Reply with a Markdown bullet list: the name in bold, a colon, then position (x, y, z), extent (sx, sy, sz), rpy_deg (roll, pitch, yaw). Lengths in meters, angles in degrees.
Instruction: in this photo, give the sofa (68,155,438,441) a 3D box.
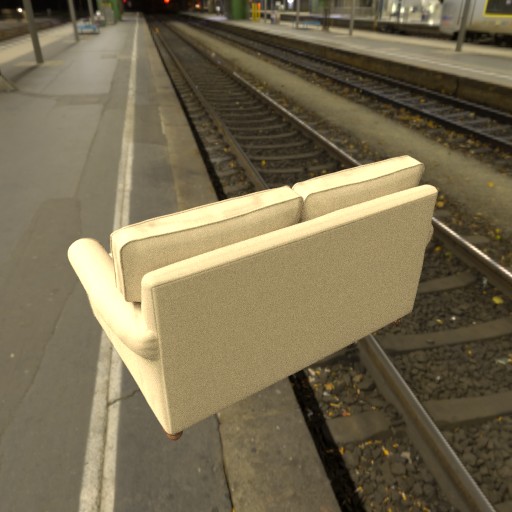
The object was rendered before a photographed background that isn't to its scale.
- **sofa**: position (0.000, 0.000, 2.252), extent (1.665, 0.937, 0.964), rpy_deg (-19, 35, -29)
